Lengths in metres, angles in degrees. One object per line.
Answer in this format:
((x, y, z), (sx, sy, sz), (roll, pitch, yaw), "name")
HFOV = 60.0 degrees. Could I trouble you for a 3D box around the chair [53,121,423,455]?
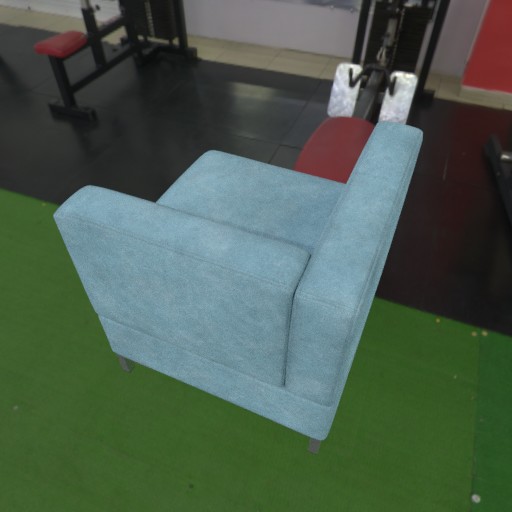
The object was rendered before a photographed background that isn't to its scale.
((0.000, 0.000, 1.260), (0.684, 0.660, 0.691), (18, 49, 16), "chair")
